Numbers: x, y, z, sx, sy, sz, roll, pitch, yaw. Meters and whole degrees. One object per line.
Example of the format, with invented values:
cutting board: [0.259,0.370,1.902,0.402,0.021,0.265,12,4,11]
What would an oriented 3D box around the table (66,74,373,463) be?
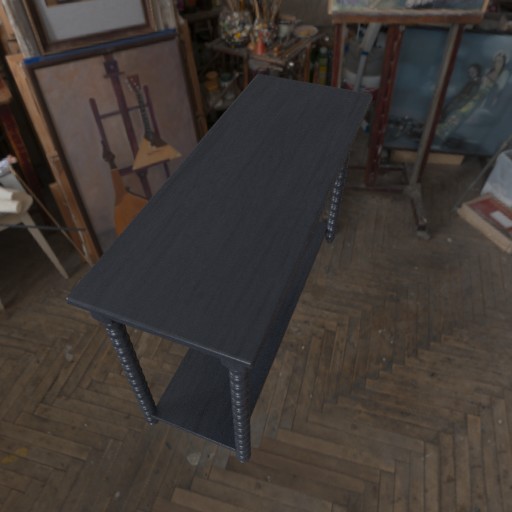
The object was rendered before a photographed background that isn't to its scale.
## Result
table: [0.000,0.000,1.564,0.459,0.735,1.184,16,49,14]
